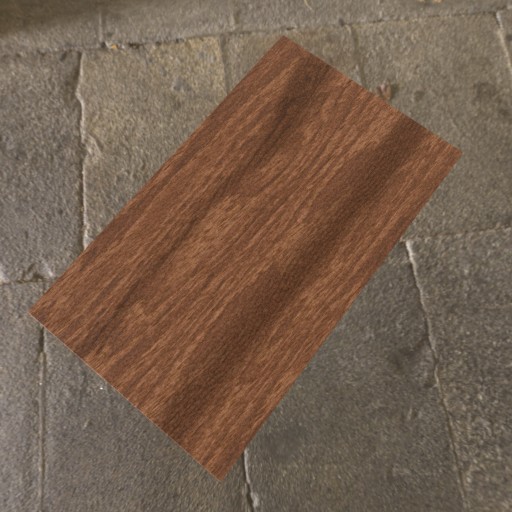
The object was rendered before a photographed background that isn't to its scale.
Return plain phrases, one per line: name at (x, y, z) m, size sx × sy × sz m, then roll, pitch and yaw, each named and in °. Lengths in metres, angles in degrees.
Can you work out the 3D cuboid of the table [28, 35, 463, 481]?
table at (0.000, 0.000, 1.841) m, size 0.801 × 0.724 × 1.349 m, roll 37°, pitch 78°, yaw 9°
